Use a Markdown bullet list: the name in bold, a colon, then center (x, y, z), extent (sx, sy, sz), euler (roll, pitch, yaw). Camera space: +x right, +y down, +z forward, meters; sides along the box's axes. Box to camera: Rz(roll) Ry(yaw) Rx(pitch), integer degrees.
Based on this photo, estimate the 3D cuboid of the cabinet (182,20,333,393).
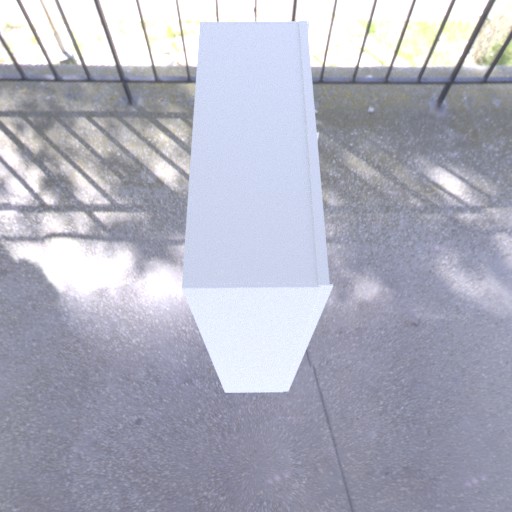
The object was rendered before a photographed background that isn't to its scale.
- **cabinet**: center (0.000, 0.000, 2.638), extent (0.480, 2.160, 1.250), euler (0, 64, 0)
